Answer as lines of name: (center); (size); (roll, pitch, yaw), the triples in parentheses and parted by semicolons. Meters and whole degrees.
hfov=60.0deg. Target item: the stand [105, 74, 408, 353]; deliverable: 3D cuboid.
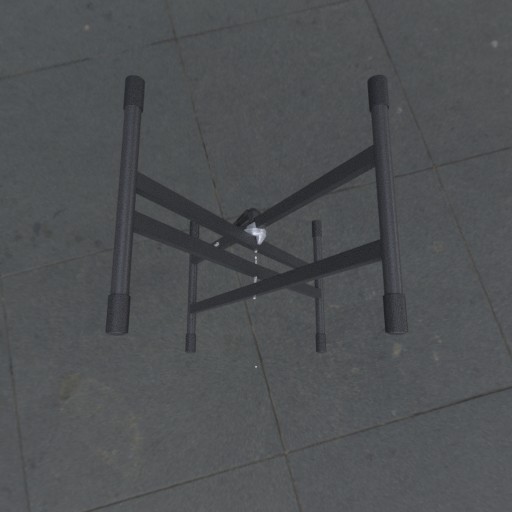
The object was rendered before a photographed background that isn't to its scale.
stand: (0.000, 0.000, 1.214); (0.503, 0.900, 0.495); (0, 76, 0)
